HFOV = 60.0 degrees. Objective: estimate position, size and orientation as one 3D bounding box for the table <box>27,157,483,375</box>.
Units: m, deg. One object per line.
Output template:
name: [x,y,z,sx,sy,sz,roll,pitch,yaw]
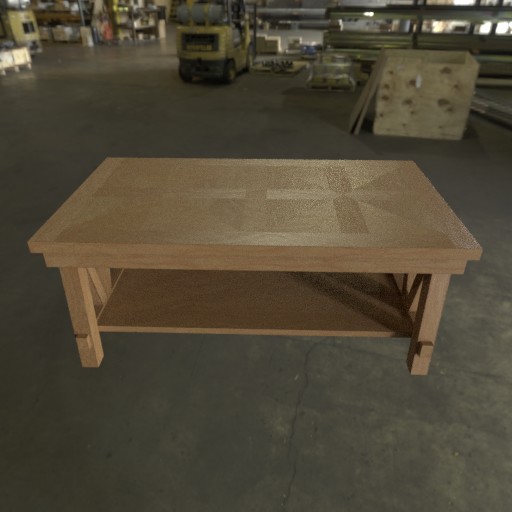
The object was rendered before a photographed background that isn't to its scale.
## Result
table: [0.000,0.000,1.669,1.270,0.507,0.711,1,32,2]
